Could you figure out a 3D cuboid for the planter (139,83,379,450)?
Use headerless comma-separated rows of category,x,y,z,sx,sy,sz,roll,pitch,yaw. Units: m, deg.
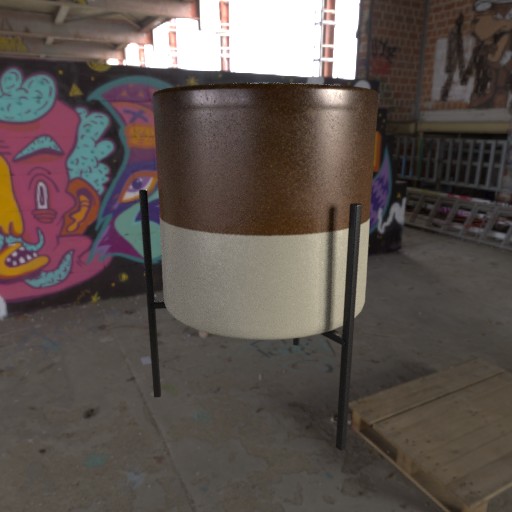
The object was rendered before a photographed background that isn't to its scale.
planter,0.000,0.000,0.543,0.269,0.375,0.255,-2,16,-7
